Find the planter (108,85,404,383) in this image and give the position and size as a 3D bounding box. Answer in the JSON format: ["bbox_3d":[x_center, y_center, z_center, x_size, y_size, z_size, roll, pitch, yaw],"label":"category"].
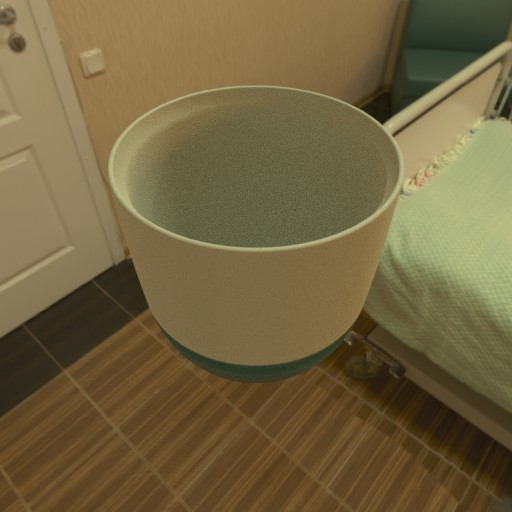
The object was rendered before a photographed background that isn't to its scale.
[{"bbox_3d":[0.000,0.000,0.387,0.204,0.214,0.204,0,45,0],"label":"planter"}]
